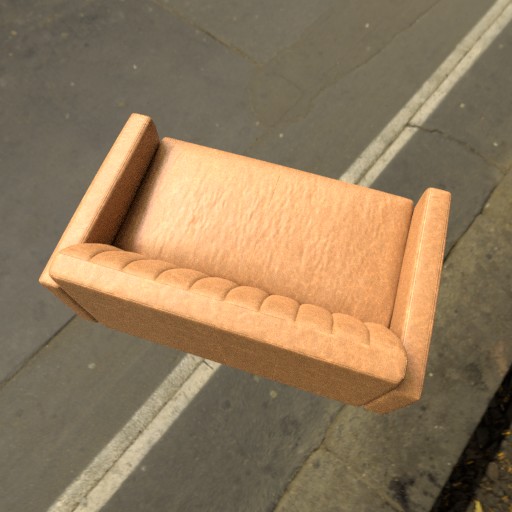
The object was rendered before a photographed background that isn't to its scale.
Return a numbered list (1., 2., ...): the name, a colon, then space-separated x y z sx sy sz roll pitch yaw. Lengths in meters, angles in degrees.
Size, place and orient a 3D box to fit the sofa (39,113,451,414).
1. sofa: 0.000 0.000 2.066 1.549 0.820 0.960 16 66 7
